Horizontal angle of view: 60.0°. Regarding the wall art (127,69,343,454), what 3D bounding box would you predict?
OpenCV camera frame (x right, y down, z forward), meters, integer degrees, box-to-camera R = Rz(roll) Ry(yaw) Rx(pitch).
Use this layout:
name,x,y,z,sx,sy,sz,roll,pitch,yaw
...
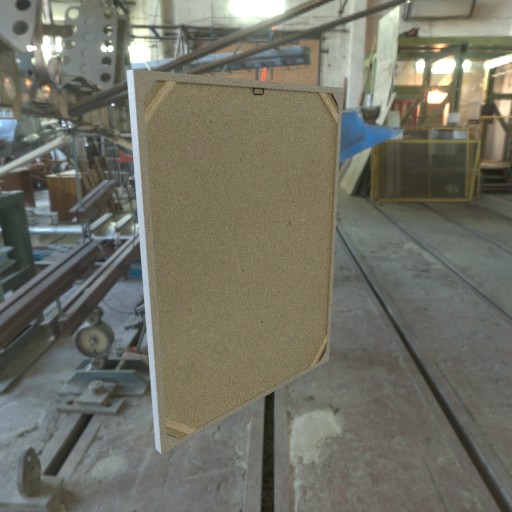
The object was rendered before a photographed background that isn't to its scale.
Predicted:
name,x,y,z,sx,sy,sz,roll,pitch,yaw
wall art,0.000,0.000,1.643,0.914,1.212,0.038,-15,22,-41
